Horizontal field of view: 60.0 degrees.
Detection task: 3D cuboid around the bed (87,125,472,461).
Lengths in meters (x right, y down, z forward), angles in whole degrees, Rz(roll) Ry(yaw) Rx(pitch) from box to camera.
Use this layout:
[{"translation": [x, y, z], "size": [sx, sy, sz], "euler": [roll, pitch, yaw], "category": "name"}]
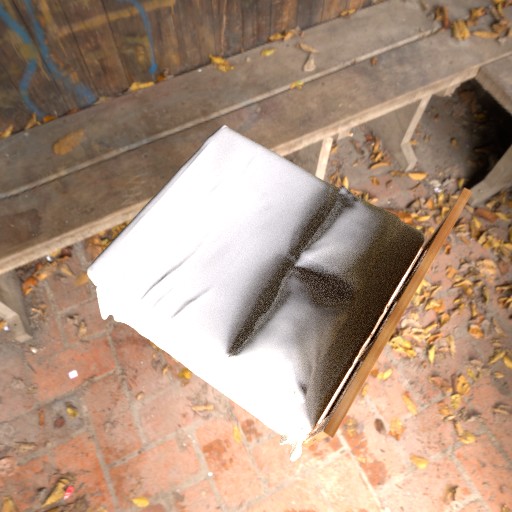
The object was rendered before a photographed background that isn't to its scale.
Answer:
[{"translation": [0.000, 0.000, 3.151], "size": [2.035, 1.273, 1.870], "euler": [32, 68, 15], "category": "bed"}]
